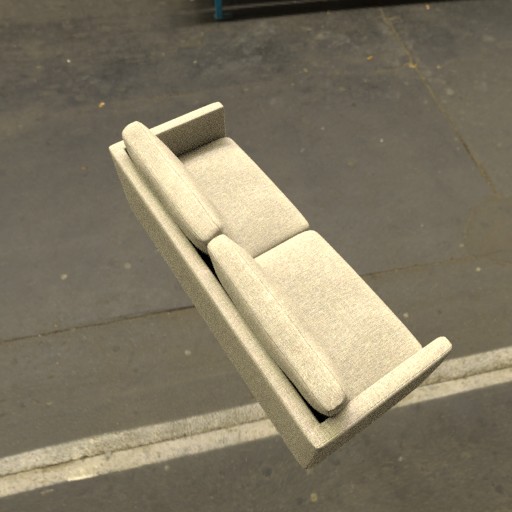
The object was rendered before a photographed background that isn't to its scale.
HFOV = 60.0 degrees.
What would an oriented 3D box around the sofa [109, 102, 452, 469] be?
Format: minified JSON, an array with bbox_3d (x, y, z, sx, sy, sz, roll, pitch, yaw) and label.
[{"bbox_3d":[0.000,0.000,2.948,0.948,0.951,2.434,-29,61,-18],"label":"sofa"}]
